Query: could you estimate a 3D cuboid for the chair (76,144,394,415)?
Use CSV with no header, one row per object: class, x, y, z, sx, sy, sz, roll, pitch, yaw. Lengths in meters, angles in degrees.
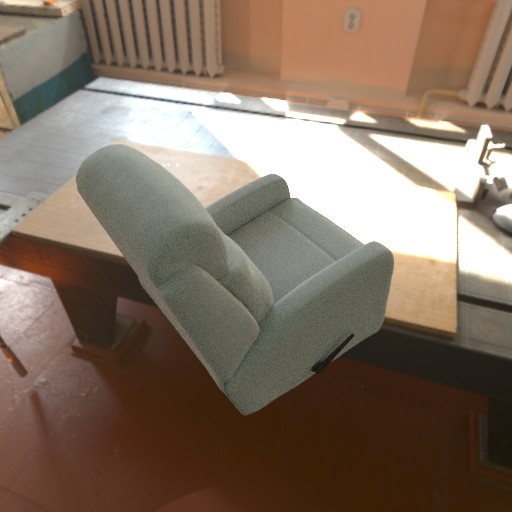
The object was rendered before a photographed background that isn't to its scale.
chair,0.000,0.000,1.764,1.043,1.013,0.798,-26,48,-27
